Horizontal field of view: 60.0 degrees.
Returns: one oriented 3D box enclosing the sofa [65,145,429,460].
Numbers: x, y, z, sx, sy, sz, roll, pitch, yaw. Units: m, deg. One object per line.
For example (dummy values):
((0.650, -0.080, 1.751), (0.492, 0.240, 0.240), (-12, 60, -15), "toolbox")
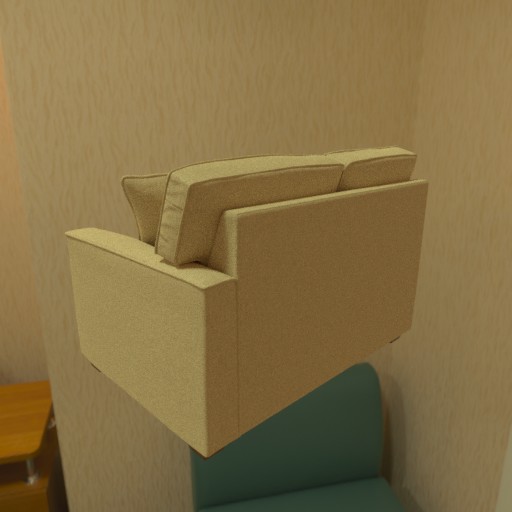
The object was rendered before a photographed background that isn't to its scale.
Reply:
((0.000, 0.000, 2.078), (1.388, 0.989, 0.991), (-15, 22, -42), "sofa")
